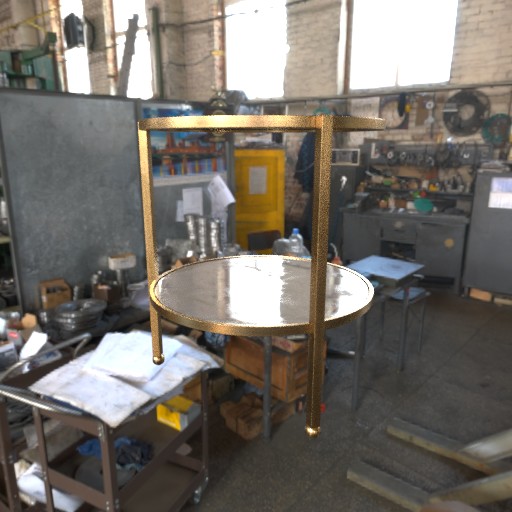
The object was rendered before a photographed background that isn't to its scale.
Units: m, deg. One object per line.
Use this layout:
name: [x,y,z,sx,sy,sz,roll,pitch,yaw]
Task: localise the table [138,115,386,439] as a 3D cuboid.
table: [0.000,0.000,0.464,0.243,0.269,0.231,2,15,8]
